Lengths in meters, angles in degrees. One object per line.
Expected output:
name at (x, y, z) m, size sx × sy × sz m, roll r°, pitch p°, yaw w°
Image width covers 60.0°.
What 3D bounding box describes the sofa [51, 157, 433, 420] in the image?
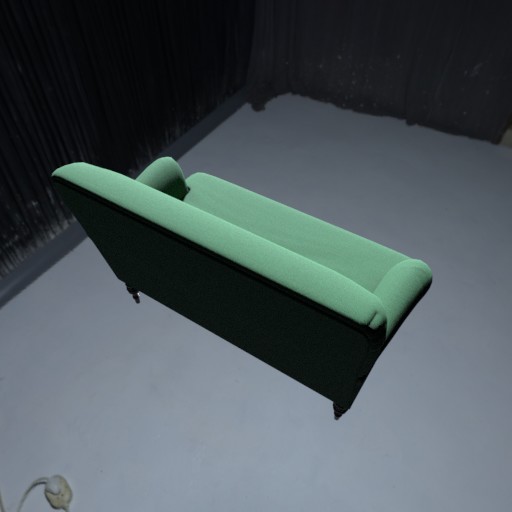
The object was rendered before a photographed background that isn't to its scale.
sofa at (0.000, 0.000, 1.804) m, size 1.297 × 0.889 × 0.779 m, roll 25°, pitch 53°, yaw 21°
